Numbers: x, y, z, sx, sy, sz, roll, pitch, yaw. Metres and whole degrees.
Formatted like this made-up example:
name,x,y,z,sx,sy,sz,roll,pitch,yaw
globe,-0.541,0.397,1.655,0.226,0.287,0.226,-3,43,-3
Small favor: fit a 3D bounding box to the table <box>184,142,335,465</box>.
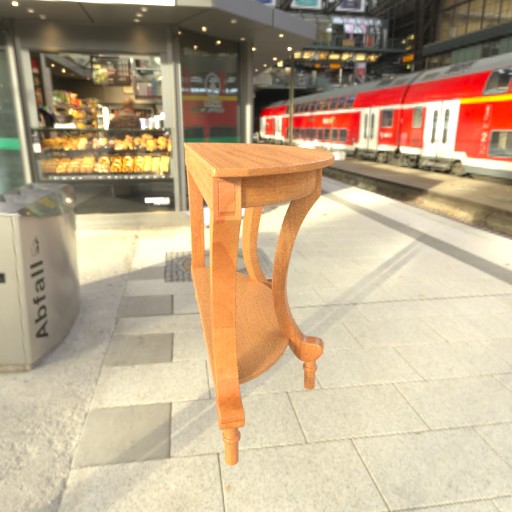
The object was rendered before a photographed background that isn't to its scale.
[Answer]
name,x,y,z,sx,sy,sz,roll,pitch,yaw
table,0.000,0.000,1.479,0.394,0.692,1.198,-3,17,-11
